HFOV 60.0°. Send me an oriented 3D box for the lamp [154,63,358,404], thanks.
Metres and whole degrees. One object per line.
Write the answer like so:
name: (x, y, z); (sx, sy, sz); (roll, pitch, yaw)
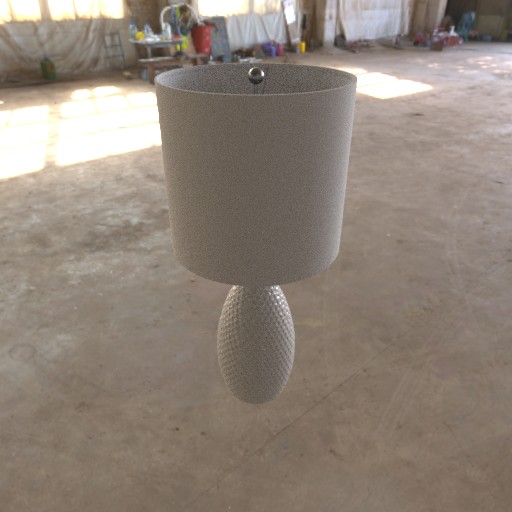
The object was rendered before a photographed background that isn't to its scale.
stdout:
lamp: (0.000, 0.000, 0.590); (0.214, 0.466, 0.214); (-11, 32, -18)
